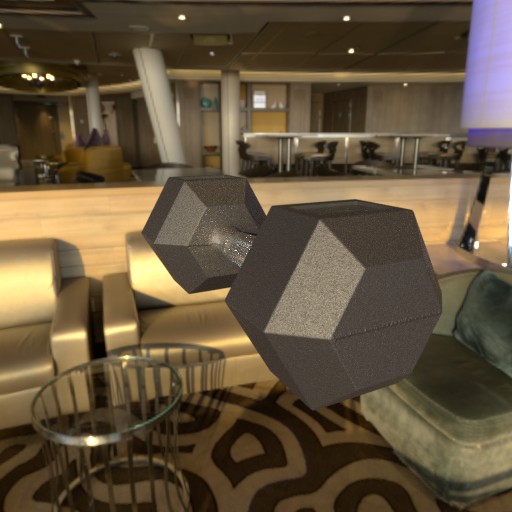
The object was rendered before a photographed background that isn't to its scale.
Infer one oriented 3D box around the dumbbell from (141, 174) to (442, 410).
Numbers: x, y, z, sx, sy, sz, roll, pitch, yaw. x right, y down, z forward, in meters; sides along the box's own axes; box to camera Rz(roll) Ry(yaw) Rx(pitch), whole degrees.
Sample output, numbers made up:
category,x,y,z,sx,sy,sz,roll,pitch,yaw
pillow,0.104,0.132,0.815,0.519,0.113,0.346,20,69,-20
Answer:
category,x,y,z,sx,sy,sz,roll,pitch,yaw
dumbbell,0.000,0.000,0.372,0.129,0.113,0.315,-8,17,-26
